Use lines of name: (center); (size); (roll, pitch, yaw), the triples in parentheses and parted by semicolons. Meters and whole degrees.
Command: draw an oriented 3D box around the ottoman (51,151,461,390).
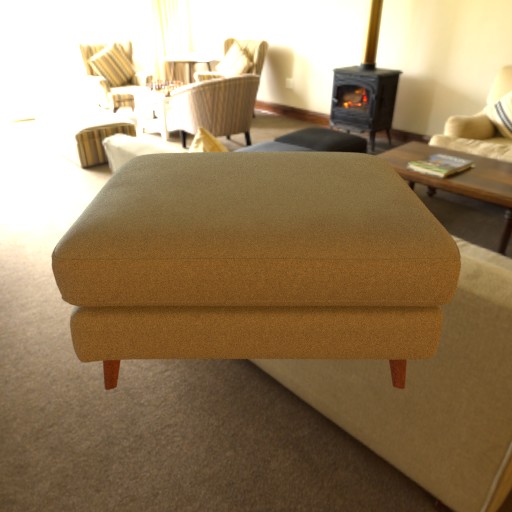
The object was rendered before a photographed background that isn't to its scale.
ottoman: (0.000, 0.000, 1.154); (0.811, 0.449, 0.608); (0, 30, 0)
